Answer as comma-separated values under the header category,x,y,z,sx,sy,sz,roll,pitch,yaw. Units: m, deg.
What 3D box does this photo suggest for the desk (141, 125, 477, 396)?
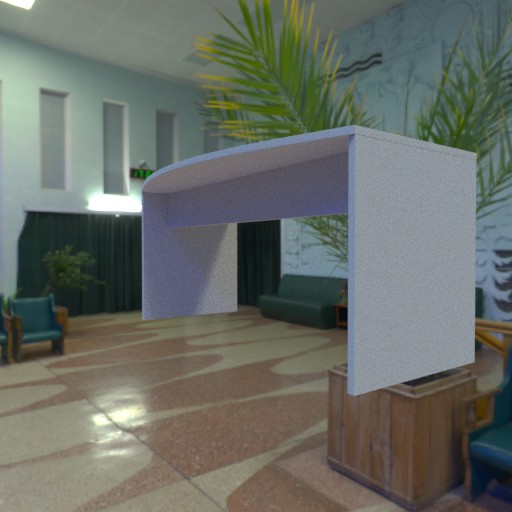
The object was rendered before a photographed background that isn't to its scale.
category,x,y,z,sx,sy,sz,roll,pitch,yaw
desk,0.000,0.000,2.012,0.802,0.750,1.600,-1,1,-35
